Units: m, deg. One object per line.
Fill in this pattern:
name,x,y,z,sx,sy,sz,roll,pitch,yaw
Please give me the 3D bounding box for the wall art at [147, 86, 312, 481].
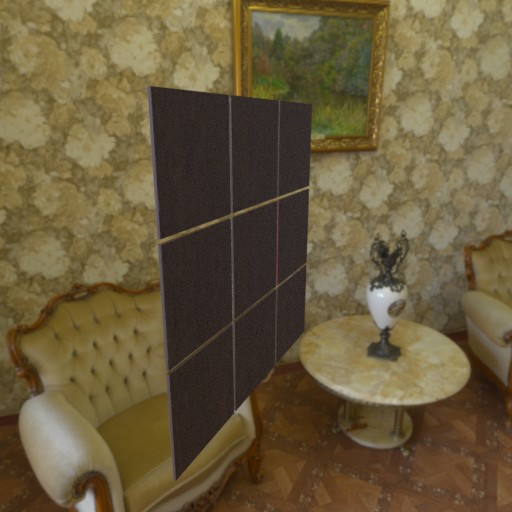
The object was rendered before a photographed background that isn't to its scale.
wall art,0.000,0.000,2.267,0.014,1.525,1.527,8,18,25
